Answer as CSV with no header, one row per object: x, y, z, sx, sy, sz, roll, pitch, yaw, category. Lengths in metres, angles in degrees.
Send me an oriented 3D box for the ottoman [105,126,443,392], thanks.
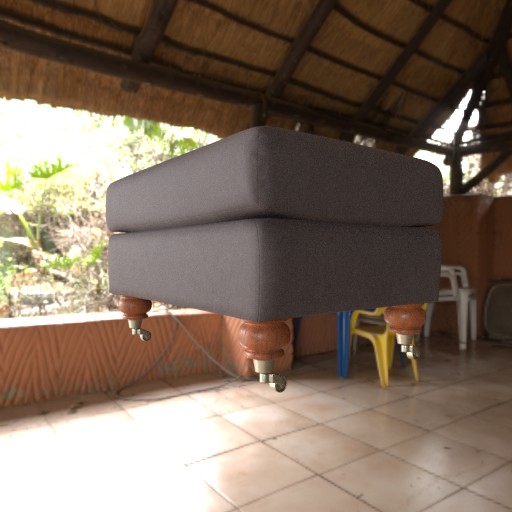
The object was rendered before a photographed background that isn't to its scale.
0.000,0.000,1.168,0.574,0.497,0.773,0,0,-37,ottoman
